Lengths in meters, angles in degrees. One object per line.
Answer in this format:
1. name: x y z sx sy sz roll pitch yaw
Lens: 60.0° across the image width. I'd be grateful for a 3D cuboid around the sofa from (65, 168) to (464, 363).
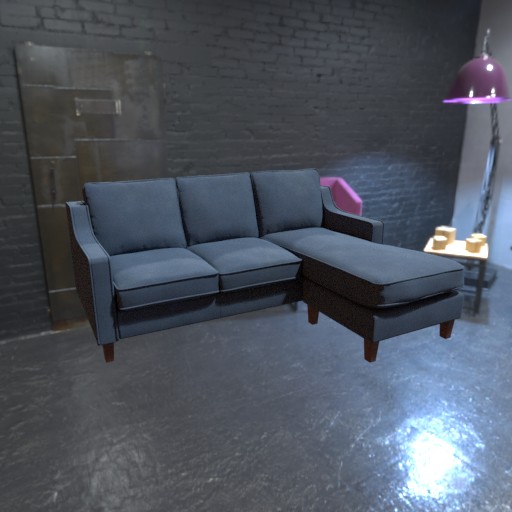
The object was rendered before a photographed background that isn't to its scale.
1. sofa: 0.000 0.000 3.214 2.317 1.066 1.858 -8 18 -27
